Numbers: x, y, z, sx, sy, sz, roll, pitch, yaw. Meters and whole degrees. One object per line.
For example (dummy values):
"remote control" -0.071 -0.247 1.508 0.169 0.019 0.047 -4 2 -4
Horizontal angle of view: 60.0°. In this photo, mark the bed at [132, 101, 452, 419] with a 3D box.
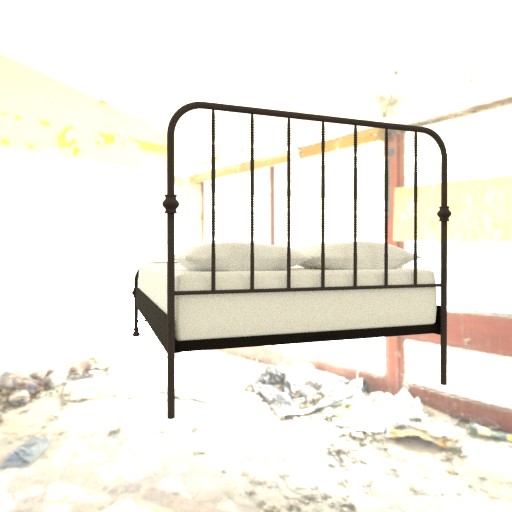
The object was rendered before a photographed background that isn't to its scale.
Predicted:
"bed" 0.000 0.000 3.230 1.616 1.446 2.134 0 1 -19
